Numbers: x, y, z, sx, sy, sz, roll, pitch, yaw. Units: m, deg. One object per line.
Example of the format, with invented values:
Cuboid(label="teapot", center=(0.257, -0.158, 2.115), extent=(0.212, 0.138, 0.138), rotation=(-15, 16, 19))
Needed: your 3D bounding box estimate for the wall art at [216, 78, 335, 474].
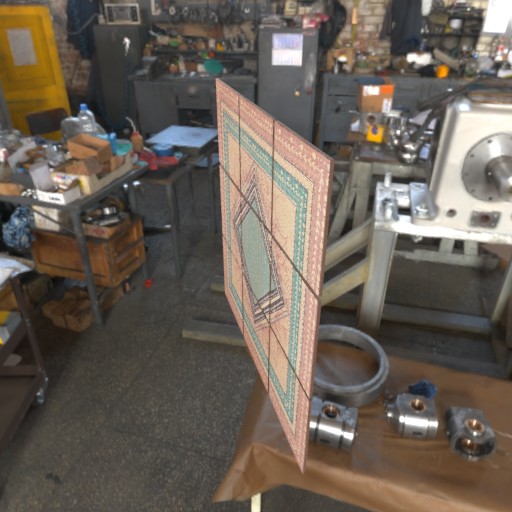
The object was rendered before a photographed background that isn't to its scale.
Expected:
Cuboid(label="wall art", center=(0.000, 0.000, 2.327), extent=(0.014, 1.525, 1.527), rotation=(-9, 32, -15))
